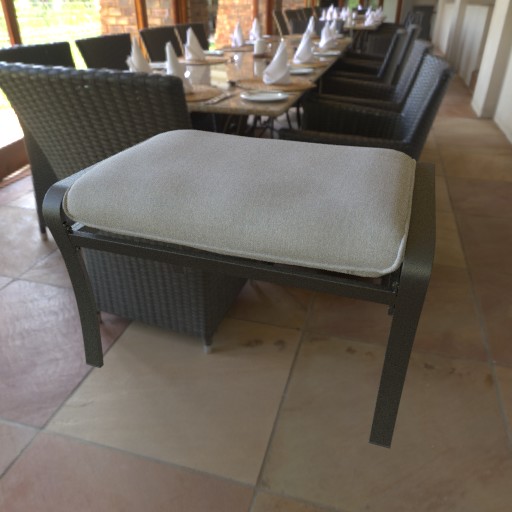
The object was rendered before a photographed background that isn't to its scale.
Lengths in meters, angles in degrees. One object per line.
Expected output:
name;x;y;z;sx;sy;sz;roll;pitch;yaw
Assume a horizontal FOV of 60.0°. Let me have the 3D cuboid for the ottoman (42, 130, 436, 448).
ottoman;0.000;0.000;0.882;0.610;0.422;0.406;10;31;17
